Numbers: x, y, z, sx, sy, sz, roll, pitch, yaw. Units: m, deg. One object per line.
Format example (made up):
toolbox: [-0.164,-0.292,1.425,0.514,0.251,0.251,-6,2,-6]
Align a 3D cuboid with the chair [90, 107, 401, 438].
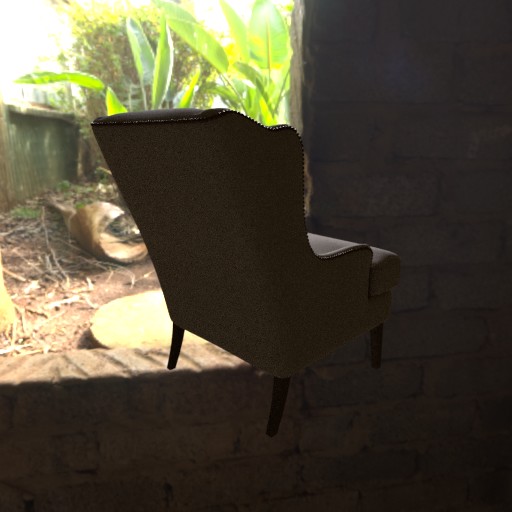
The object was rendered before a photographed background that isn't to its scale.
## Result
chair: [0.000,0.000,1.688,0.940,1.029,0.737,-14,20,-42]
